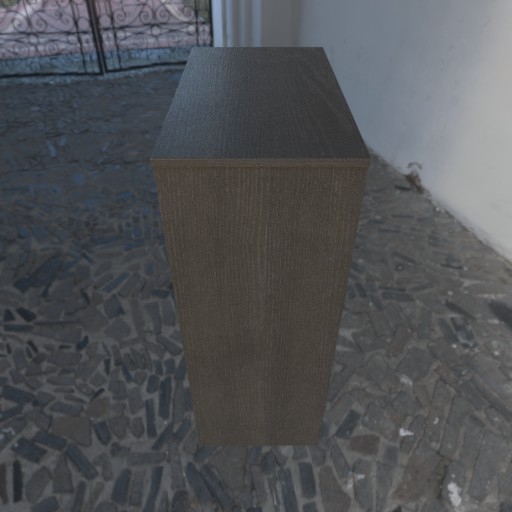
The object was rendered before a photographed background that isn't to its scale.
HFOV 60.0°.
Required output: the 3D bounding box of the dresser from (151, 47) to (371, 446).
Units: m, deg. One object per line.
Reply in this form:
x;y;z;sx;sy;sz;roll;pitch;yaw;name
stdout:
0.000;0.000;1.362;0.398;1.020;0.700;0;40;0;dresser
